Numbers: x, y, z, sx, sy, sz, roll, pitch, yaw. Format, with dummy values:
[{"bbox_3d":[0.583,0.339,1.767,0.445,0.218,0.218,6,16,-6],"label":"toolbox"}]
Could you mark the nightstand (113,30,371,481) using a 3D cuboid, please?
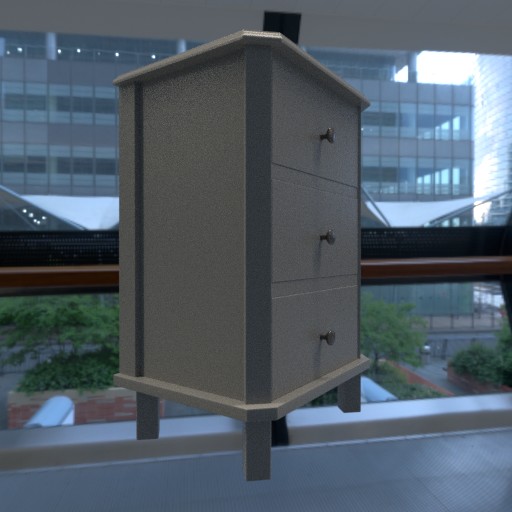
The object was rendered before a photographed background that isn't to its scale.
[{"bbox_3d":[0.000,0.000,0.905,0.348,0.680,0.435,0,1,36],"label":"nightstand"}]
